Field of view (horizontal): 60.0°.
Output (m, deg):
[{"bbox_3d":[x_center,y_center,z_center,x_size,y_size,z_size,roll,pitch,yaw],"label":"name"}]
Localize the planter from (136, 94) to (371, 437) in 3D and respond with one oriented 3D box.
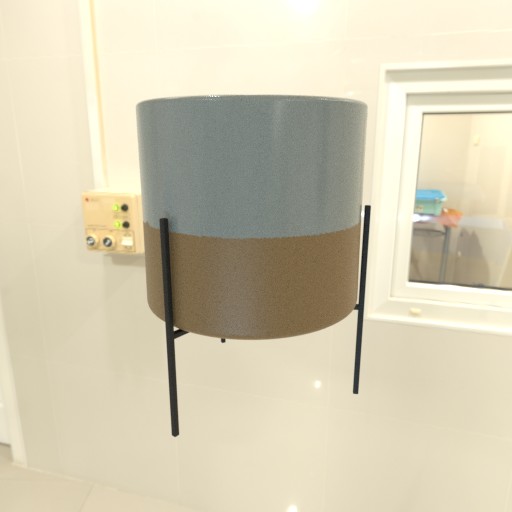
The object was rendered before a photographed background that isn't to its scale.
[{"bbox_3d":[0.000,0.000,0.737,0.360,0.480,0.348,2,15,8],"label":"planter"}]
